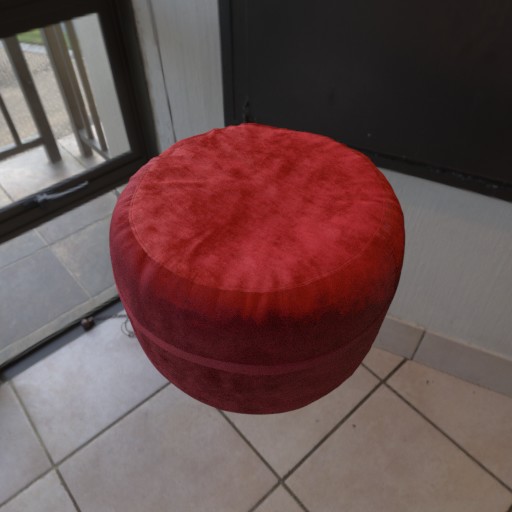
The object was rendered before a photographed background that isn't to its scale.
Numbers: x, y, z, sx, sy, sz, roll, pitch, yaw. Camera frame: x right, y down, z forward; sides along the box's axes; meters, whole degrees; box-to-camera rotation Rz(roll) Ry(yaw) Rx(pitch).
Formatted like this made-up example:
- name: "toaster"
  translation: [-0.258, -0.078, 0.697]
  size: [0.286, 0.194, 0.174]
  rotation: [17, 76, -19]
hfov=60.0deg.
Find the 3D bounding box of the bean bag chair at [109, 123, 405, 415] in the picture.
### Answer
- name: "bean bag chair"
  translation: [0.000, 0.000, 1.973]
  size: [1.219, 0.762, 1.219]
  rotation: [0, 47, 0]
